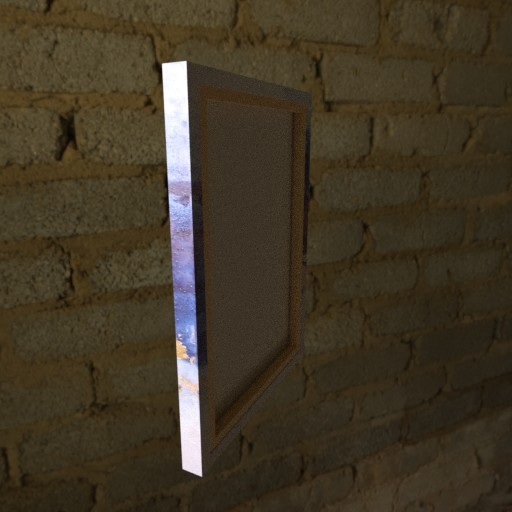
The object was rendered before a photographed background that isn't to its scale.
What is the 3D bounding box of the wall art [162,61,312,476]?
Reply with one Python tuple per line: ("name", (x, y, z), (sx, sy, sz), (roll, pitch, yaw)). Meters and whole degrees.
("wall art", (0.000, 0.000, 0.790), (0.036, 0.581, 0.437), (7, 17, 25))
